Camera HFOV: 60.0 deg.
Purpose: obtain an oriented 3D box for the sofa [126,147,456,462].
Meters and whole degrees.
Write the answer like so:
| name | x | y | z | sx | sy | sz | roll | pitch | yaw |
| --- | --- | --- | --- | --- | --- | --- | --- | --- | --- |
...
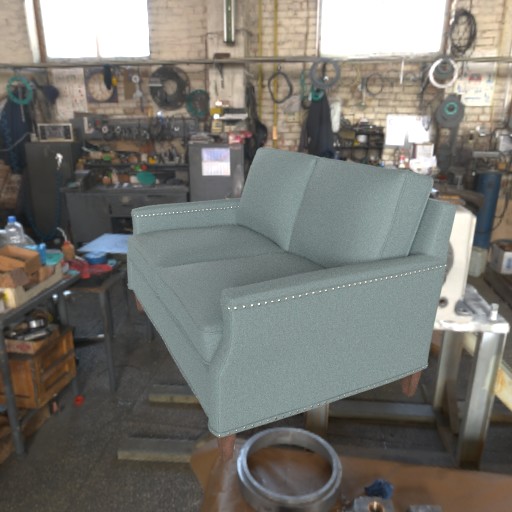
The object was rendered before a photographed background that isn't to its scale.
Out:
| name | x | y | z | sx | sy | sz | roll | pitch | yaw |
| --- | --- | --- | --- | --- | --- | --- | --- | --- | --- |
| sofa | 0.000 | 0.000 | 2.293 | 1.084 | 1.003 | 1.597 | -8 | 20 | -25 |
